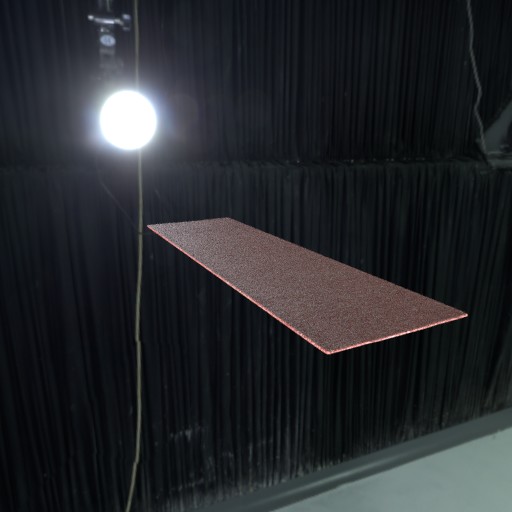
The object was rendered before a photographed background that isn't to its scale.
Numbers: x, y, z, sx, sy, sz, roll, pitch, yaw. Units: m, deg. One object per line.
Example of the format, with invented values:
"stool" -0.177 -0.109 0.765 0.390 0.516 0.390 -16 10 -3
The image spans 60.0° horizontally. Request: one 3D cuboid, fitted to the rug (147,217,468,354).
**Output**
"rug" 0.000 0.000 2.570 0.687 0.012 2.307 -8 18 -27
